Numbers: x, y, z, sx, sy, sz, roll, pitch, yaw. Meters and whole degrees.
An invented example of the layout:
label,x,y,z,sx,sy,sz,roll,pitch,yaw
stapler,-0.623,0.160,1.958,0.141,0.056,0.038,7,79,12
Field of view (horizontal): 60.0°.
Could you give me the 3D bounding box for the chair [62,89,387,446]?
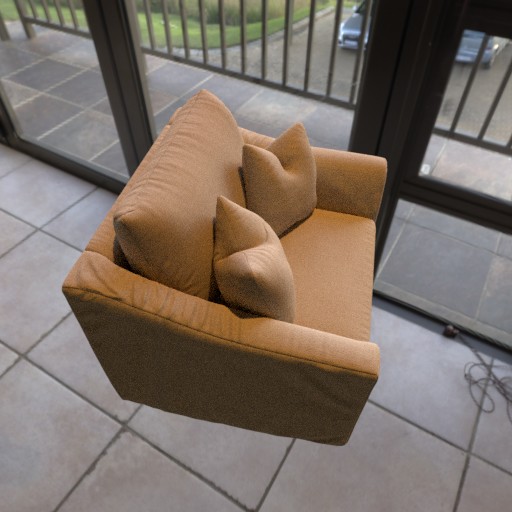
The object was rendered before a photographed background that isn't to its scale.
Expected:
label,x,y,z,sx,sy,sz,roll,pitch,yaw
chair,0.000,0.000,1.985,1.071,1.093,1.194,9,48,8
